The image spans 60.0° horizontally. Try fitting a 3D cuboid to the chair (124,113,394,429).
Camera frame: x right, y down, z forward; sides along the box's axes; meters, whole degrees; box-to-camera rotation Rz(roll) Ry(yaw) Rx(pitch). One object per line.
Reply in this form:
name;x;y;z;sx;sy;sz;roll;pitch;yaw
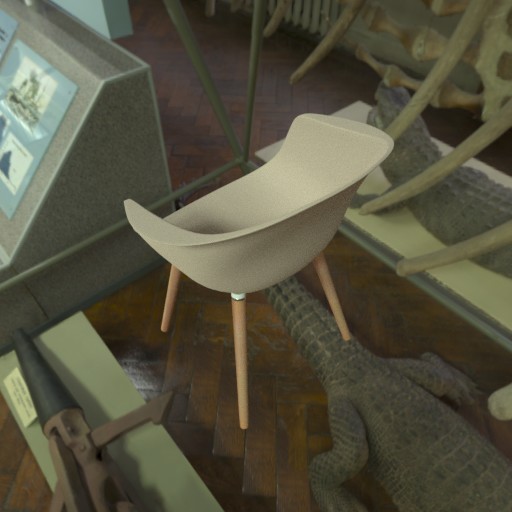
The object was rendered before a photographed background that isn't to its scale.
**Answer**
chair;0.000;0.000;1.164;0.593;0.781;0.504;-33;55;-27
